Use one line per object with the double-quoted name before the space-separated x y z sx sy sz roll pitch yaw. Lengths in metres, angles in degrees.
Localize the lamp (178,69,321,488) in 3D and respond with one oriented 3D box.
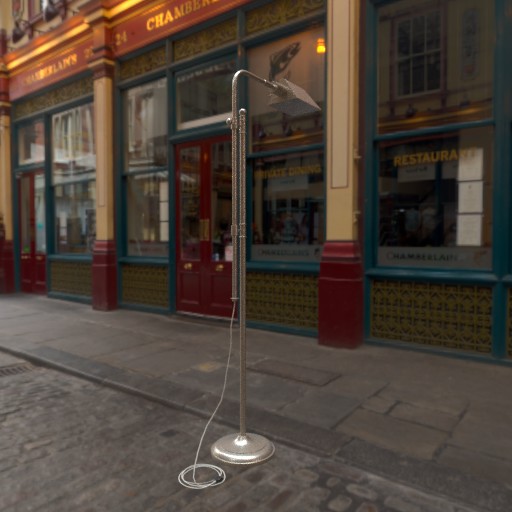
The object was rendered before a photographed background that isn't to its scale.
"lamp" 0.000 0.000 1.833 0.256 1.571 0.813 1 1 37
